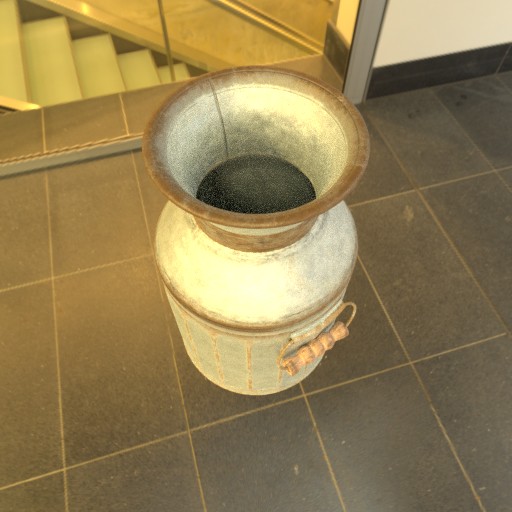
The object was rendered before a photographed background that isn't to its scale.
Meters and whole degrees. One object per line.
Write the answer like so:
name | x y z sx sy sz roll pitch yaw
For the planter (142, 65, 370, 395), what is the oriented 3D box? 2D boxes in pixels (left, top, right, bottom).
planter | 0.000 0.000 0.496 0.215 0.358 0.248 -32 63 -18
